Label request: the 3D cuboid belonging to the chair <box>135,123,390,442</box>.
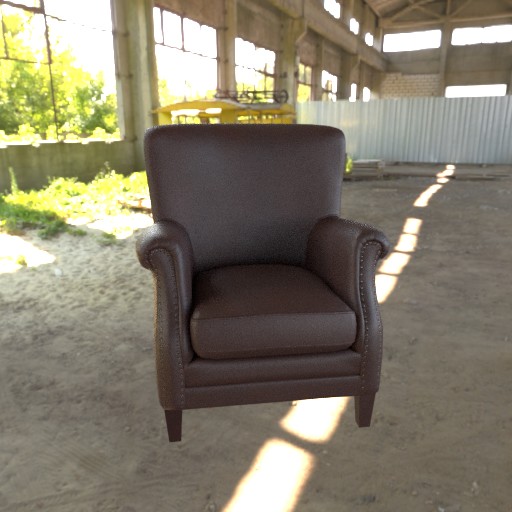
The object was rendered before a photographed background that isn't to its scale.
[{"bbox_3d":[0.000,0.000,1.370,0.700,0.800,0.746,-2,15,-8],"label":"chair"}]
